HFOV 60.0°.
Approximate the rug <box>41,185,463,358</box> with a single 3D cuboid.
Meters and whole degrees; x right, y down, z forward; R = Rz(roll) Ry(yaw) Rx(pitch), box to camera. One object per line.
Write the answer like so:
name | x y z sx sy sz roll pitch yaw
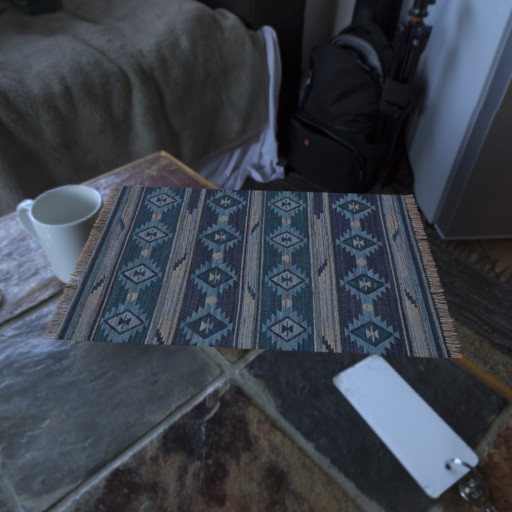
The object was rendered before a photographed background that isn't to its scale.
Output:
rug | 0.000 0.000 2.420 1.936 0.028 1.181 2 46 2
